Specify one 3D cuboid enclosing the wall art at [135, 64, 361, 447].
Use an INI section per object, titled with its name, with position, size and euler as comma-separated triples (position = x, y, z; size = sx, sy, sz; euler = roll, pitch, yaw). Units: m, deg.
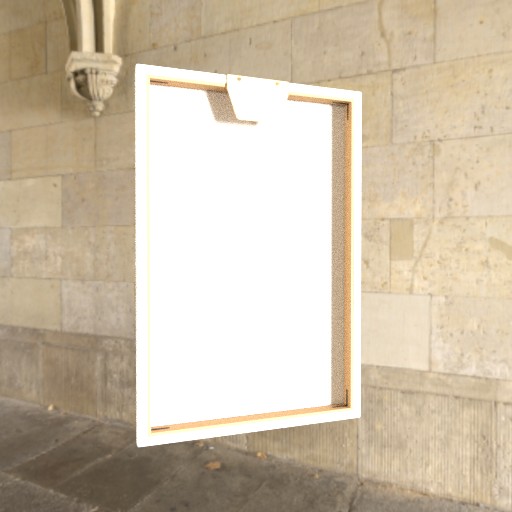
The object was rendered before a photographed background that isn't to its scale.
[wall art]
position = 0.000, 0.000, 1.151
size = 0.602, 0.902, 0.048
euler = 0, 1, -18
